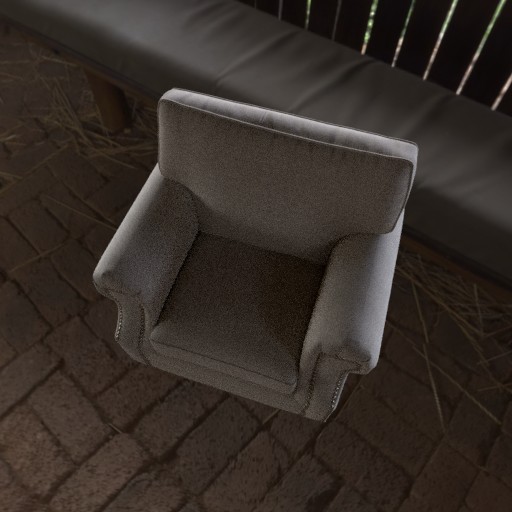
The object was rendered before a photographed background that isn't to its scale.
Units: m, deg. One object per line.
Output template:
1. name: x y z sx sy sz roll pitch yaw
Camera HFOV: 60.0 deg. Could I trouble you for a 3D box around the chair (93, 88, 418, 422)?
1. chair: 0.000 0.000 1.844 1.092 0.961 0.965 15 60 9
